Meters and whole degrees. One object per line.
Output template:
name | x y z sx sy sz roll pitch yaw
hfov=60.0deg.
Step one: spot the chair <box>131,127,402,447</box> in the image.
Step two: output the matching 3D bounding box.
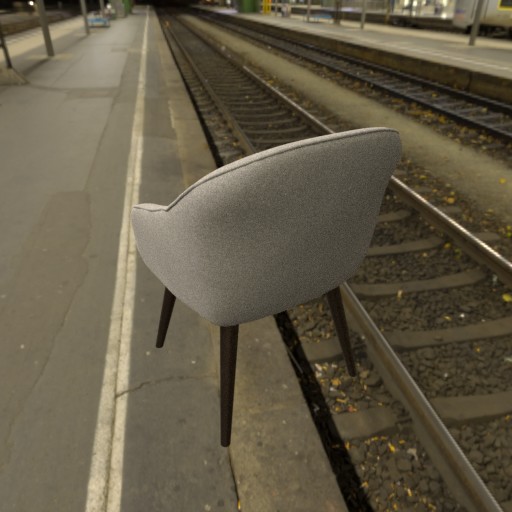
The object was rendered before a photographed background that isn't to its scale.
chair | 0.000 0.000 1.237 0.589 0.810 0.611 -18 35 -28
